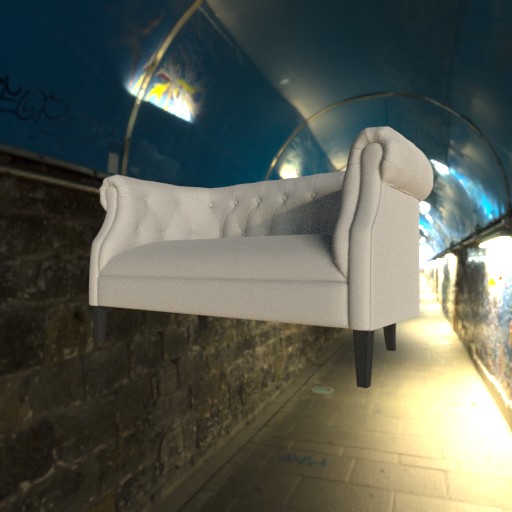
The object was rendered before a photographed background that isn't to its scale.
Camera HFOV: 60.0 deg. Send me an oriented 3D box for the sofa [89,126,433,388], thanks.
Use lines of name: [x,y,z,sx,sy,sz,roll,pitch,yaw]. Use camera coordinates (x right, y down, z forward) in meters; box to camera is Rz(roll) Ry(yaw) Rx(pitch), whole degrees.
sofa: [0.000,0.000,2.057,1.558,0.827,0.835,-1,-1,36]
